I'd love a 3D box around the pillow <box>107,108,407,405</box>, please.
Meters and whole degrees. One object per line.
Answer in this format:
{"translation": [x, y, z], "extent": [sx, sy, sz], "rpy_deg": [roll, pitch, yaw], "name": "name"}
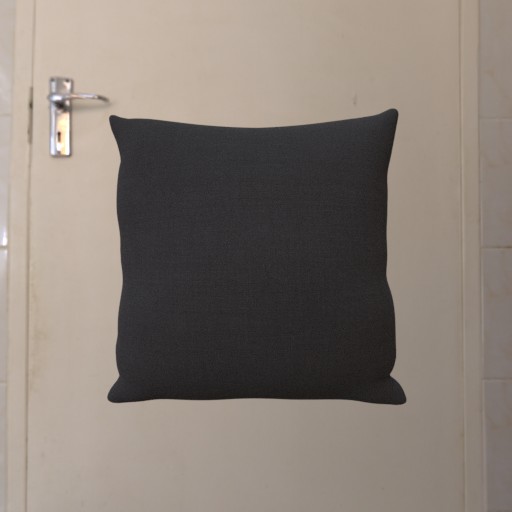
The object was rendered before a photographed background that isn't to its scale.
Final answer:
{"translation": [0.000, 0.000, 0.754], "extent": [0.503, 0.496, 0.208], "rpy_deg": [0, -1, 1], "name": "pillow"}
